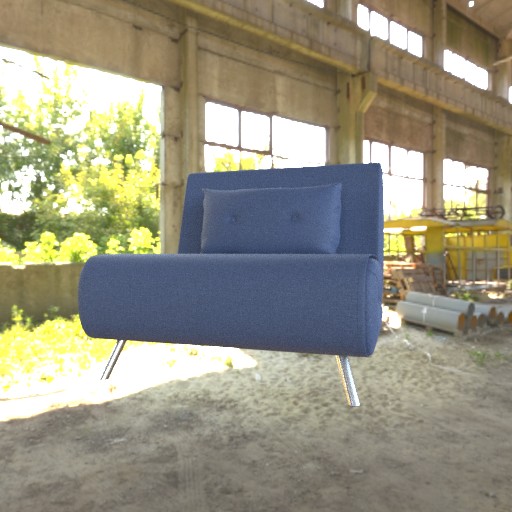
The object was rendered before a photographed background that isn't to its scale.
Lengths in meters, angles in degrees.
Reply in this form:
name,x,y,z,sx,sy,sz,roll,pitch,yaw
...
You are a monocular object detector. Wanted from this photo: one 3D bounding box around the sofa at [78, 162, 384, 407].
name,x,y,z,sx,sy,sz,roll,pitch,yaw
sofa,0.000,0.000,1.816,0.999,0.860,0.996,0,1,18
